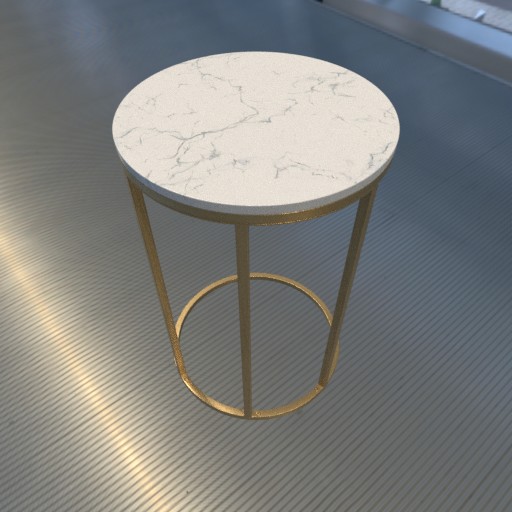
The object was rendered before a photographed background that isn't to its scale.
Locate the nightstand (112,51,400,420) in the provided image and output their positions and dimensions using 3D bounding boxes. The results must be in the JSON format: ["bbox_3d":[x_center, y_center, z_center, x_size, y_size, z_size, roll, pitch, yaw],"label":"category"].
[{"bbox_3d":[0.000,0.000,0.857,0.400,0.610,0.400,4,48,3],"label":"nightstand"}]
